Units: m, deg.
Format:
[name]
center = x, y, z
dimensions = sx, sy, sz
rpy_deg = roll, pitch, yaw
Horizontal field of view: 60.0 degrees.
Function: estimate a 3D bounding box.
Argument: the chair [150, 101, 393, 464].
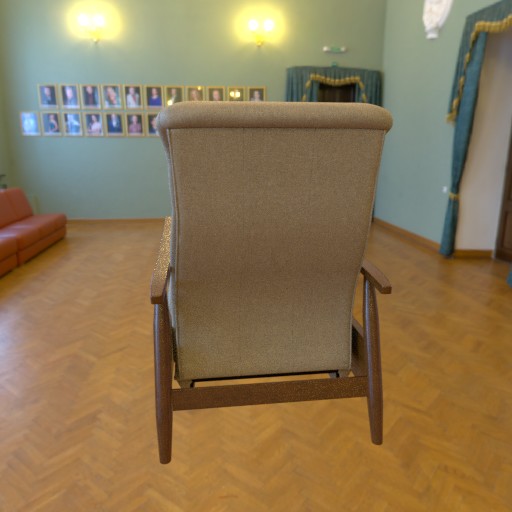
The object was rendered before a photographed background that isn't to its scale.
[chair]
center = 0.000, 0.000, 1.762
dimensions = 0.762, 1.082, 1.030
rpy_deg = -2, 14, -7
